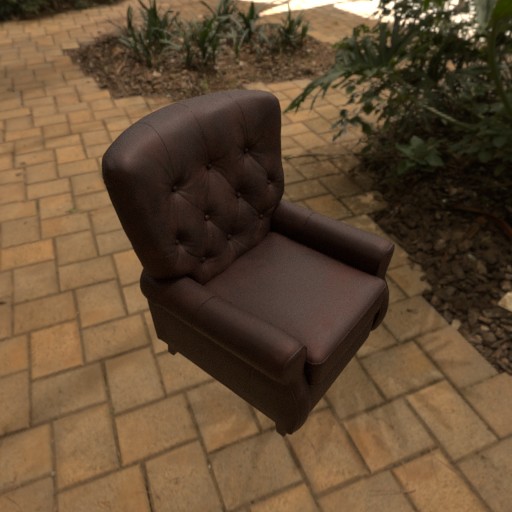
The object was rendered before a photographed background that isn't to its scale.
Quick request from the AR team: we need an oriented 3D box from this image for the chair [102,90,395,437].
[{"bbox_3d":[0.000,0.000,1.968,1.058,1.158,0.948,27,48,28],"label":"chair"}]
